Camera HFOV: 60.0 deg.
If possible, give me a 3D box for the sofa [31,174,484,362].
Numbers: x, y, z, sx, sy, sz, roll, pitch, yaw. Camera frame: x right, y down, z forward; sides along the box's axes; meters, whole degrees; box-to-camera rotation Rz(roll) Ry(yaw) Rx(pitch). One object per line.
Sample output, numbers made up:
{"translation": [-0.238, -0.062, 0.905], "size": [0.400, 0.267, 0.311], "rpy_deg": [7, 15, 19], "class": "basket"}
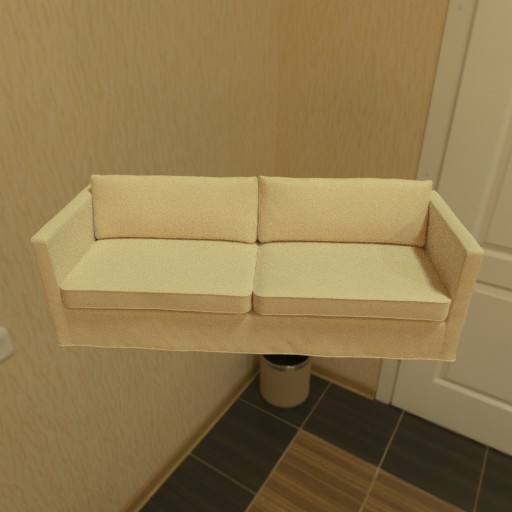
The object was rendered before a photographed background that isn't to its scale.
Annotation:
{"translation": [0.000, 0.000, 3.240], "size": [2.779, 0.999, 1.036], "rpy_deg": [2, 30, 3], "class": "sofa"}
